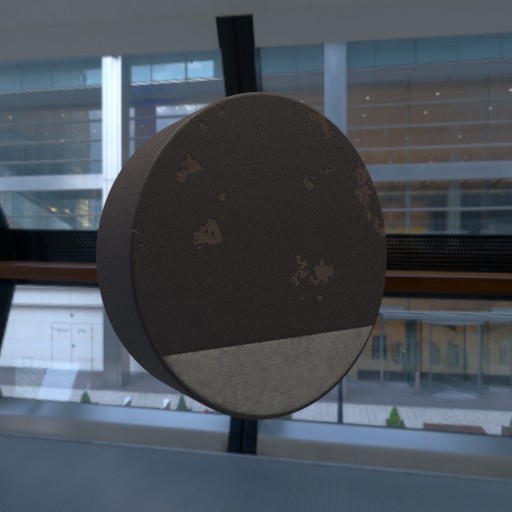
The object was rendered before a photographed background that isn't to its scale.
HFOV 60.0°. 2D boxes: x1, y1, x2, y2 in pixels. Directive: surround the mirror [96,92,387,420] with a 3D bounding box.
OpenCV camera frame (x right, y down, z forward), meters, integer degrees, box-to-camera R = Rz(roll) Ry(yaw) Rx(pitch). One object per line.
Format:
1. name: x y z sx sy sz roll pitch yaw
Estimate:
1. mirror: 0.000 0.000 0.581 0.386 0.386 0.126 0 0 -36
